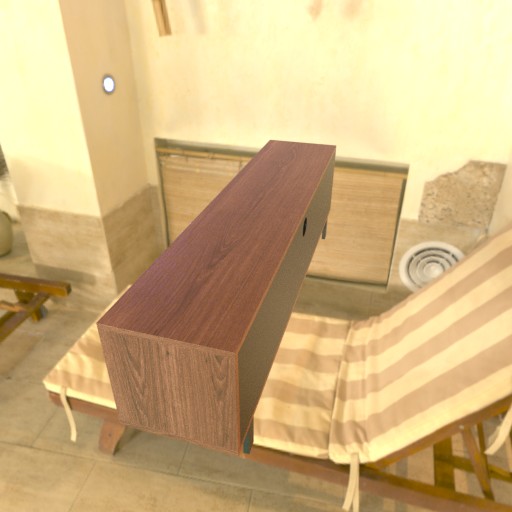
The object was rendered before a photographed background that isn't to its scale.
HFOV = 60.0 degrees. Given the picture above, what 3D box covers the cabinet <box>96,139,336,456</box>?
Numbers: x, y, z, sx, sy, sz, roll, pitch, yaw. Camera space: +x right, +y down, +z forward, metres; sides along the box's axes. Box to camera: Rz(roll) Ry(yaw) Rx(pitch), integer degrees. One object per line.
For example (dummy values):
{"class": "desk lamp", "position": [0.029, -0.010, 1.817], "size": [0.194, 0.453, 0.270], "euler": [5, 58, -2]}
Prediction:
{"class": "cabinet", "position": [0.000, 0.000, 1.872], "size": [0.400, 0.500, 1.650], "euler": [9, 32, 14]}
